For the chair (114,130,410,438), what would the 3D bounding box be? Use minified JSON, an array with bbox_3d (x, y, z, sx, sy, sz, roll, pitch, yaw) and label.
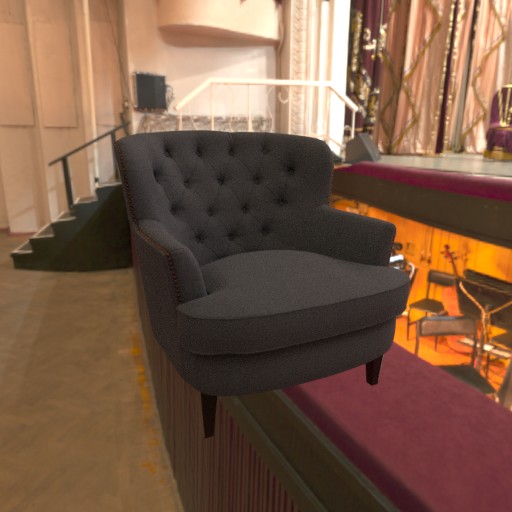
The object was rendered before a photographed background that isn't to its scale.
[{"bbox_3d":[0.000,0.000,1.576,0.848,0.868,0.906,-8,17,-26],"label":"chair"}]
